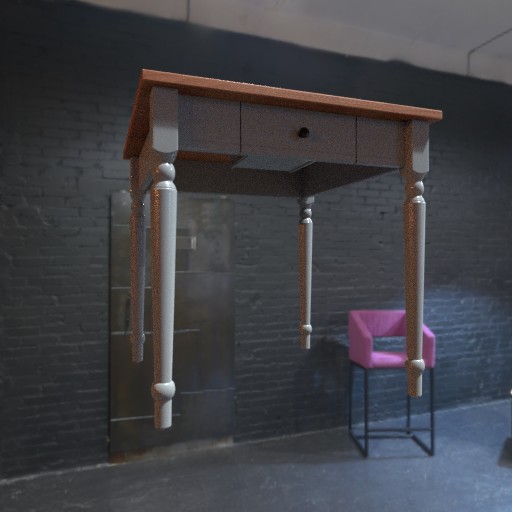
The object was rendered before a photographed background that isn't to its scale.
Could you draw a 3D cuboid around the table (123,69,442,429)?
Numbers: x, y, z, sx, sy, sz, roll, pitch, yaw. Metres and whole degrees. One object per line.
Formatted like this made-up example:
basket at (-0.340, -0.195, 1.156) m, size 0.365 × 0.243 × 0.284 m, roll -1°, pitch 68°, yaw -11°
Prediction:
table at (0.000, 0.000, 1.357) m, size 0.747 × 0.738 × 0.747 m, roll 0°, pitch -1°, yaw -20°
